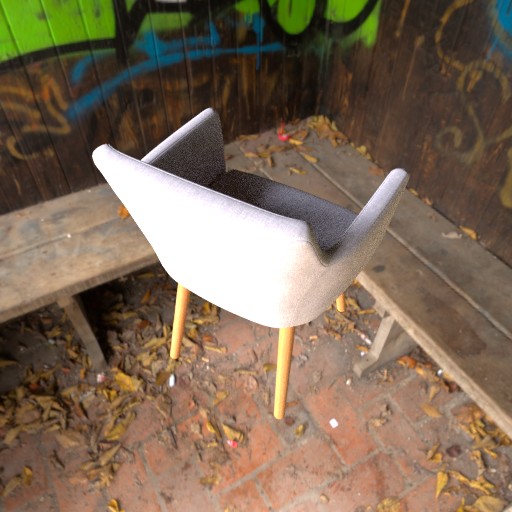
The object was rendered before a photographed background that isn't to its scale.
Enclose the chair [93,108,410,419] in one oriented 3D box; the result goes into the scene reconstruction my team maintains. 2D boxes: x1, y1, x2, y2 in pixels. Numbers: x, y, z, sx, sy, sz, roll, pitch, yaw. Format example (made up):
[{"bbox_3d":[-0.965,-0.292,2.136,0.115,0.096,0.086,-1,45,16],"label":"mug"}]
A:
[{"bbox_3d":[0.000,0.000,1.161,0.570,0.780,0.540,24,51,21],"label":"chair"}]
